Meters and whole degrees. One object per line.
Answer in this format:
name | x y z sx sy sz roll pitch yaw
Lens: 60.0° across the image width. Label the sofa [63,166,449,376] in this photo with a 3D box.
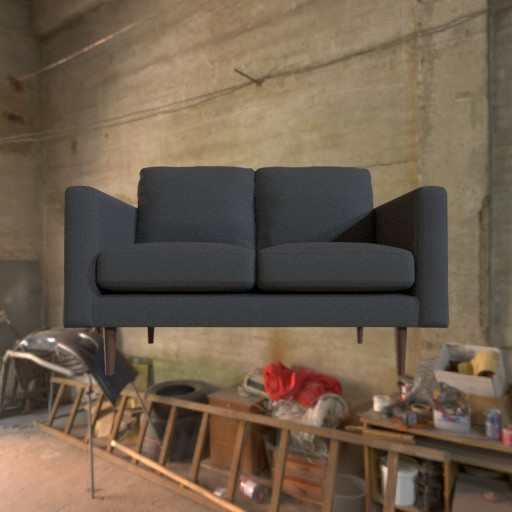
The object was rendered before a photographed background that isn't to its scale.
sofa | 0.000 0.000 1.988 1.430 0.908 0.796 0 -1 0
